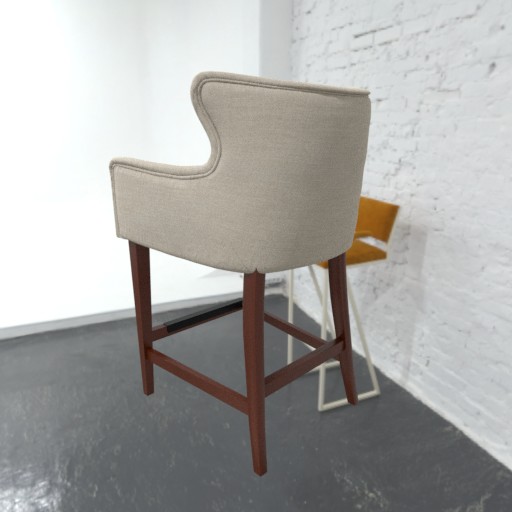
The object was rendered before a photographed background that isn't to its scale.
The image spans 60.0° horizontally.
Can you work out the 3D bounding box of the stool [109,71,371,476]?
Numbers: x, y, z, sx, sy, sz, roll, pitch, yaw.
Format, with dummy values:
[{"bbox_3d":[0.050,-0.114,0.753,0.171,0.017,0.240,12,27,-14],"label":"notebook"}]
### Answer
[{"bbox_3d":[0.000,0.000,1.359,0.615,0.987,0.637,-15,21,-42],"label":"stool"}]
